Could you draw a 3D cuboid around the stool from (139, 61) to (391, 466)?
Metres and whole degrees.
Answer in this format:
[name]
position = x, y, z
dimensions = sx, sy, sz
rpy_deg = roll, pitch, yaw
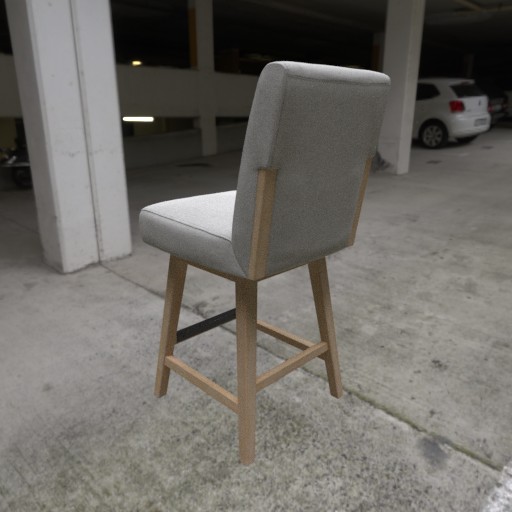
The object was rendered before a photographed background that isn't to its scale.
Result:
[stool]
position = 0.000, 0.000, 1.416
dimensions = 0.507, 1.085, 0.606
rpy_deg = -17, 24, -42
